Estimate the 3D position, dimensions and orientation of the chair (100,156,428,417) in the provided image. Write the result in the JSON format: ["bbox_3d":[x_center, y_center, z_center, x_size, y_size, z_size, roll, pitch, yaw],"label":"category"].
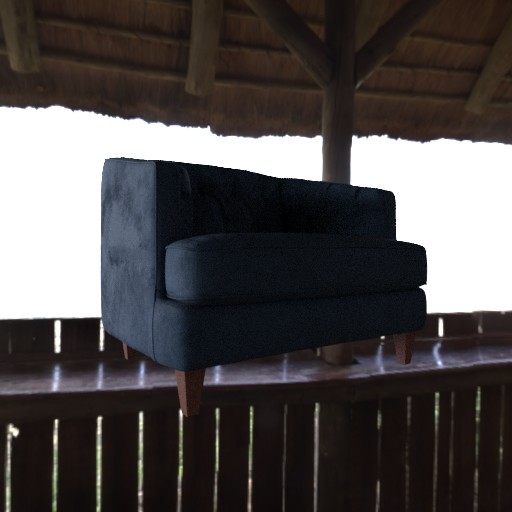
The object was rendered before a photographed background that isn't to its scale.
[{"bbox_3d":[0.000,0.000,1.771,1.094,0.852,0.940,-1,1,-35],"label":"chair"}]
